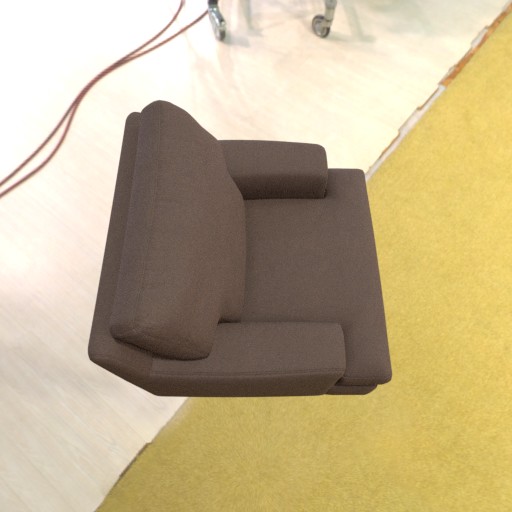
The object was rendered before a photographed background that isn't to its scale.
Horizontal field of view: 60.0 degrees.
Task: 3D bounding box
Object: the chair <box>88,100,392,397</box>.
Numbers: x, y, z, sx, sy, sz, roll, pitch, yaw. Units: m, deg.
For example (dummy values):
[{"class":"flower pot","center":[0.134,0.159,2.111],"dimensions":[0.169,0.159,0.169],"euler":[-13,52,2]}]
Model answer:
[{"class":"chair","center":[0.000,0.000,2.003],"dimensions":[1.143,0.940,1.168],"euler":[0,64,0]}]
